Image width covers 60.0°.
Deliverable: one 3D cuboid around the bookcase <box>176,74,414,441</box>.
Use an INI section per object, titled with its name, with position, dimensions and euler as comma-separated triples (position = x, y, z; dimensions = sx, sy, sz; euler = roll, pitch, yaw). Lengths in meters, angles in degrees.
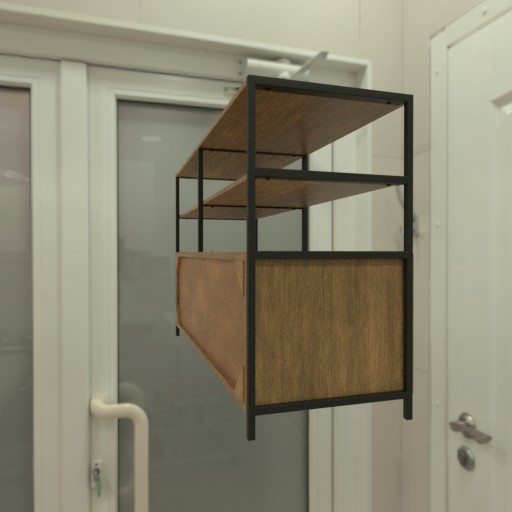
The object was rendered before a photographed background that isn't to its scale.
[bookcase]
position = 0.000, 0.000, 1.465
dimensions = 0.391, 0.712, 1.149
euler = 0, 0, -17
